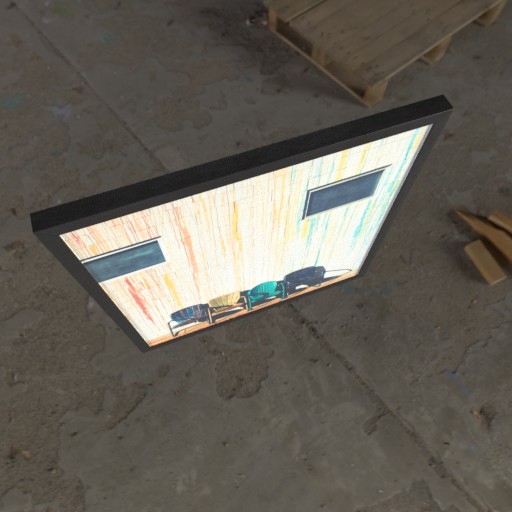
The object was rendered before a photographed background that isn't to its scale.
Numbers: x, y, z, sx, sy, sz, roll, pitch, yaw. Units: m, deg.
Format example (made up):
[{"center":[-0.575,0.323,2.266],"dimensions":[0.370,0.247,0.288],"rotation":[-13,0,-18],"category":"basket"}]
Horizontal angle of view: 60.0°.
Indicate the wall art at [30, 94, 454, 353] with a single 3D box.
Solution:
[{"center":[0.000,0.000,1.105],"dimensions":[0.763,0.763,0.039],"rotation":[-18,65,-9],"category":"wall art"}]
